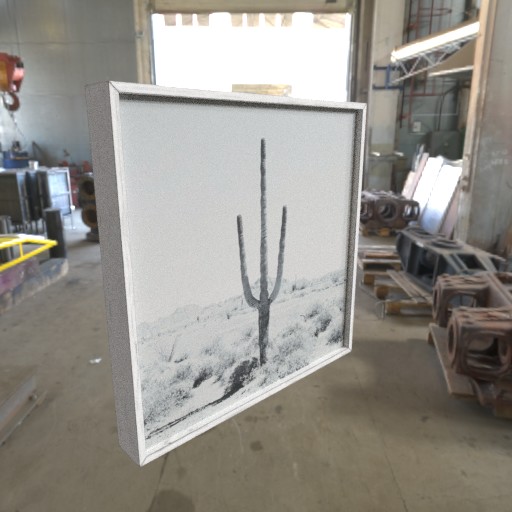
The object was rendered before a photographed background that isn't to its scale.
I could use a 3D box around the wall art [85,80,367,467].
[{"bbox_3d":[0.000,0.000,0.448,0.305,0.305,0.038,-14,20,-41],"label":"wall art"}]
